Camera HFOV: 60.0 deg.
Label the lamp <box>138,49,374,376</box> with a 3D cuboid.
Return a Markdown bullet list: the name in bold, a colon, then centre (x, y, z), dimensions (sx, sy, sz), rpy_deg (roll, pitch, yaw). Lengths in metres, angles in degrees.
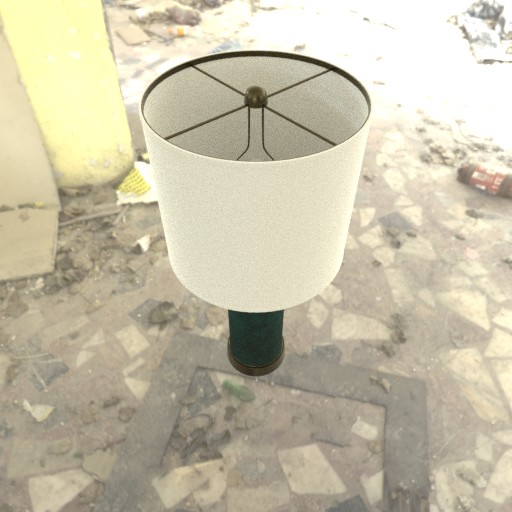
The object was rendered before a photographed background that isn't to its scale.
- **lamp**: centre (0.000, 0.000, 0.793), dimensions (0.301, 0.630, 0.301), rpy_deg (3, 47, 3)
